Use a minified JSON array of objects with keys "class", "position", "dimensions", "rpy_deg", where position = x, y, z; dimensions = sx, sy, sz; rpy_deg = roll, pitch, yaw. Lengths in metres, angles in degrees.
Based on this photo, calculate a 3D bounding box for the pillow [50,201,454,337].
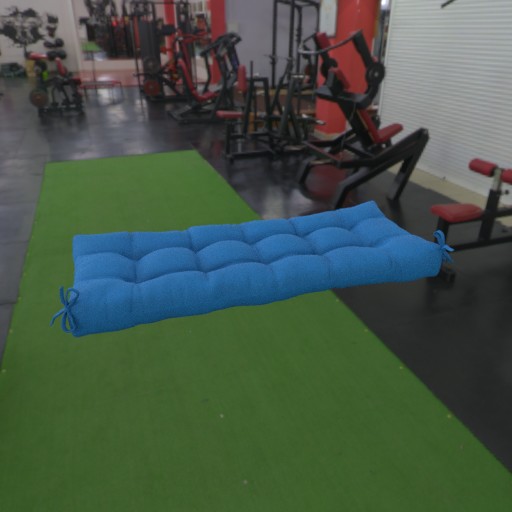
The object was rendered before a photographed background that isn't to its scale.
[{"class":"pillow","position":[0.000,0.000,1.404],"dimensions":[1.194,0.174,0.511],"rpy_deg":[-8,28,-15]}]
